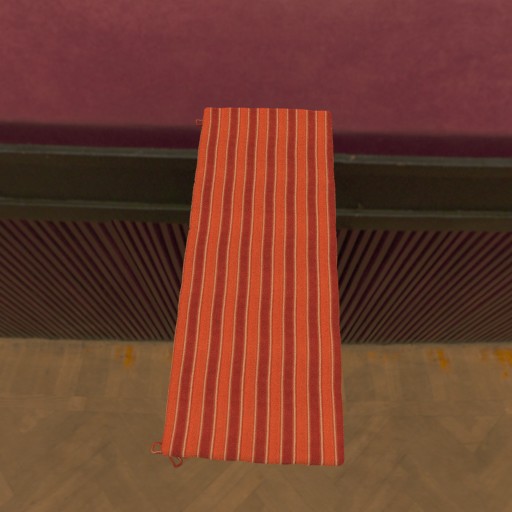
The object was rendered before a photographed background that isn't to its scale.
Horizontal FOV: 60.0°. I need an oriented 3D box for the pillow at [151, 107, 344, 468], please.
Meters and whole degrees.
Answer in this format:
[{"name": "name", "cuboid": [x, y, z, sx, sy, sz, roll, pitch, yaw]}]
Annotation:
[{"name": "pillow", "cuboid": [0.000, 0.000, 1.358, 0.492, 0.081, 1.187, 2, 64, 1]}]
